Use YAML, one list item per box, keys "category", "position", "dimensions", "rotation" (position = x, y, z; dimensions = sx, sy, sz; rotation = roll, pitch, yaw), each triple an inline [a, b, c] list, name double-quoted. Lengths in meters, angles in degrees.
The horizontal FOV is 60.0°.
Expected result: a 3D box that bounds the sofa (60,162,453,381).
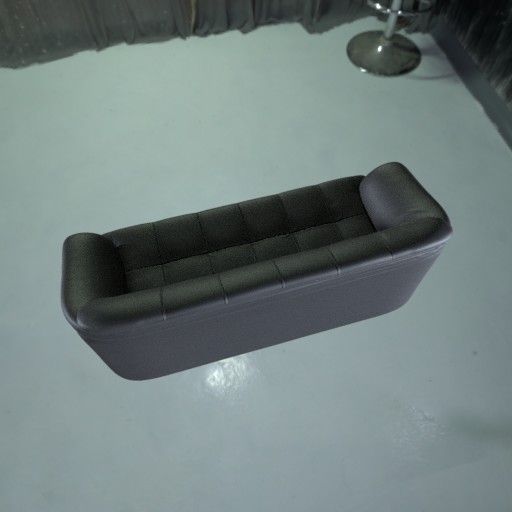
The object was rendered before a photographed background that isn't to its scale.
- category: "sofa"
  position: [0.000, 0.000, 2.287]
  dimensions: [1.829, 0.811, 0.800]
  rotation: [-14, 60, -8]
